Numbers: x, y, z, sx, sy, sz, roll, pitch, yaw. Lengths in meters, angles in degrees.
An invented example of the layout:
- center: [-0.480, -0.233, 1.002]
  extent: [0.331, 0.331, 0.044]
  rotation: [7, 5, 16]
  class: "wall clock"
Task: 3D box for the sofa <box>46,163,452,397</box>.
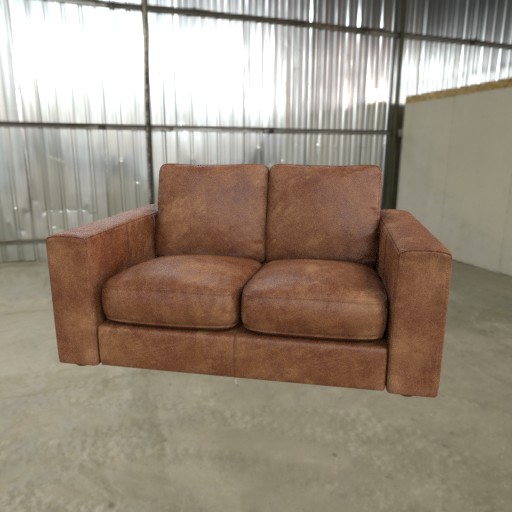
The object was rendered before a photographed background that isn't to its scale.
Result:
- center: [0.000, 0.000, 2.238]
  extent: [1.626, 0.889, 1.041]
  rotation: [3, 14, 10]
  class: "sofa"
